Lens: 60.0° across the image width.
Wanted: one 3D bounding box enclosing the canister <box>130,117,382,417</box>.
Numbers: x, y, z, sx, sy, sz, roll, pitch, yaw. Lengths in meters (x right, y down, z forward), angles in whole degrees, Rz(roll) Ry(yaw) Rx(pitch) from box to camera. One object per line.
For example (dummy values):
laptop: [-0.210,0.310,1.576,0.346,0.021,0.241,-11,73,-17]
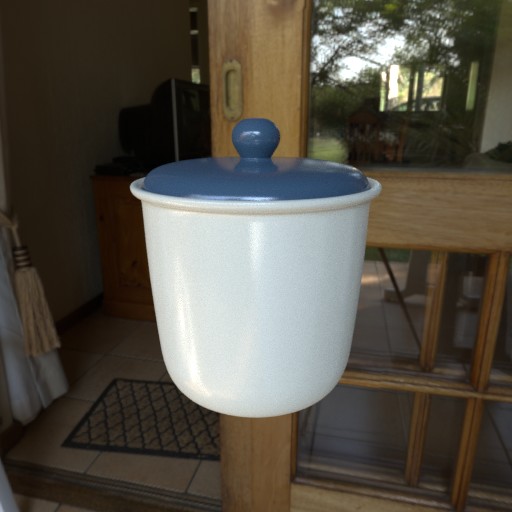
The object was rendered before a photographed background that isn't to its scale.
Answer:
canister: [0.000,0.000,0.348,0.182,0.208,0.182,0,17,0]
